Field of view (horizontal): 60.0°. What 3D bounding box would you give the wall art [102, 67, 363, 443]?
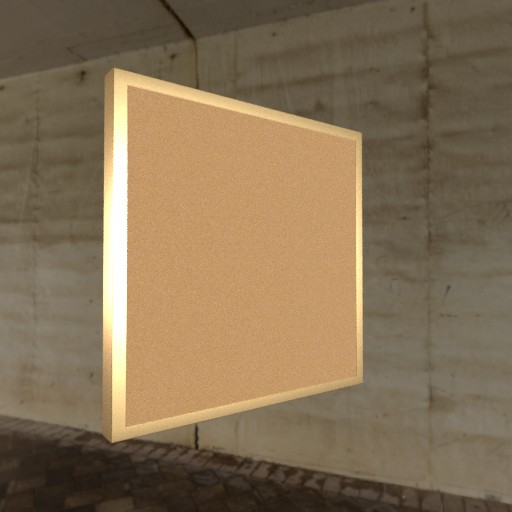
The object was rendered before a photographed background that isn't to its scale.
[{"bbox_3d":[0.000,0.000,0.458,0.305,0.305,0.023,1,-1,-36],"label":"wall art"}]
